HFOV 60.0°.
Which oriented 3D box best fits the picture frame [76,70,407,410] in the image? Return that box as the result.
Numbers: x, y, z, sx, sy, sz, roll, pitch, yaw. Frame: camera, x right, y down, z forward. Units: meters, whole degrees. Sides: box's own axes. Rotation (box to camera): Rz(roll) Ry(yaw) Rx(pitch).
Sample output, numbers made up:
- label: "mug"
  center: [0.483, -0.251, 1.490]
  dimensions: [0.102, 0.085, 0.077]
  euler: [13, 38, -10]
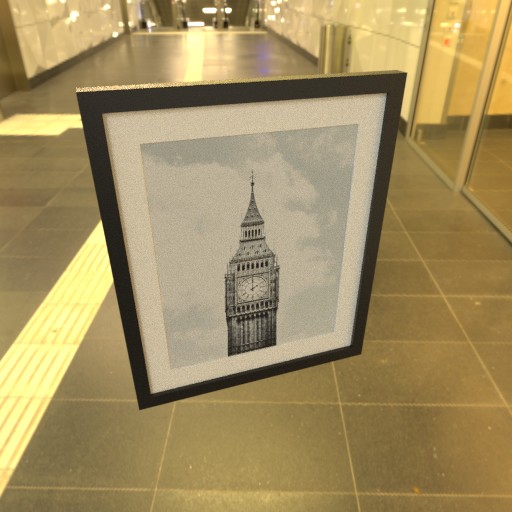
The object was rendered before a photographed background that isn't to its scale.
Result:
- label: "picture frame"
  center: [0.000, 0.000, 0.743]
  dimensions: [0.460, 0.556, 0.028]
  euler: [-10, 32, -16]
